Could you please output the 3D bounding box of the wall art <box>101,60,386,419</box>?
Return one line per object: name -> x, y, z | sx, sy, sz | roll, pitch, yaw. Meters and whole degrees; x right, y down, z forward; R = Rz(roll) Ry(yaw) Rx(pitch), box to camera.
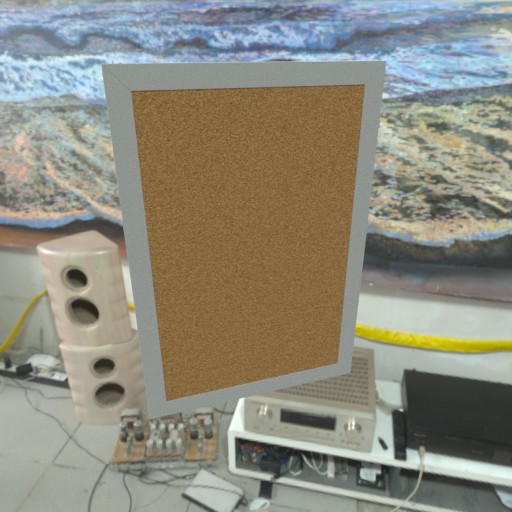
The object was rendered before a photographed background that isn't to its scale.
wall art -> 0.000, 0.000, 0.821 | 0.454, 0.659, 0.011 | -8, 27, -16
